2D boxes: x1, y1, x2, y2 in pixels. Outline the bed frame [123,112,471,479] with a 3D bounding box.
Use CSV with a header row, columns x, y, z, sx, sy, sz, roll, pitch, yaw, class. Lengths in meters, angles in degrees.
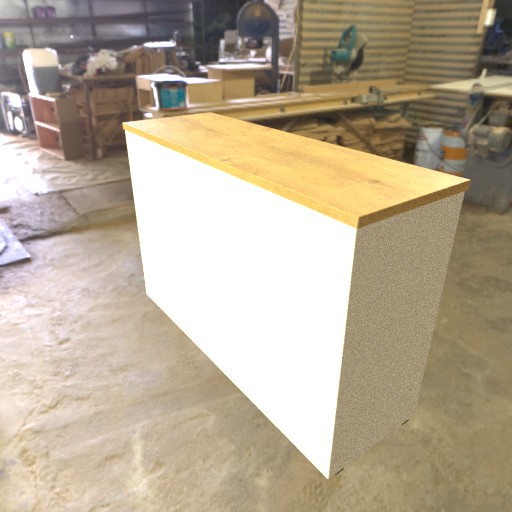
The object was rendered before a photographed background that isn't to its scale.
x,y,z,sx,sy,sz,roll,pitch,yaw,class
0.000,0.000,1.698,0.430,0.850,1.300,-19,33,-32,bed frame
